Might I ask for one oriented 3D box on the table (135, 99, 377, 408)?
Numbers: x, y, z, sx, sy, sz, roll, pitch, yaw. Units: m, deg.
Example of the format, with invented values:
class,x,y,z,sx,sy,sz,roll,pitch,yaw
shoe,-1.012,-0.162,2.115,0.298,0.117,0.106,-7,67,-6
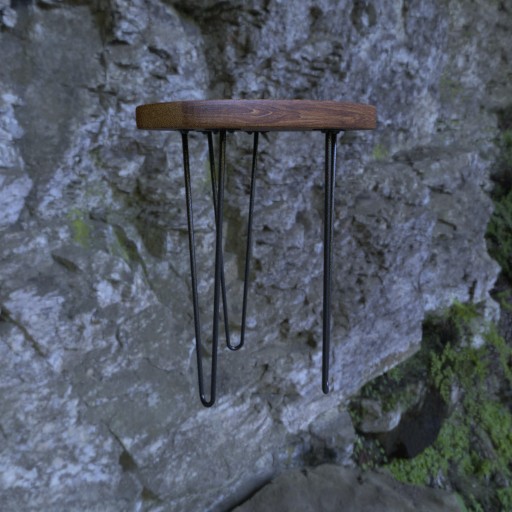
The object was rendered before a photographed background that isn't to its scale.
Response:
class,x,y,z,sx,sy,sz,roll,pitch,yaw
table,0.000,0.000,0.824,0.400,0.520,0.400,0,15,0
